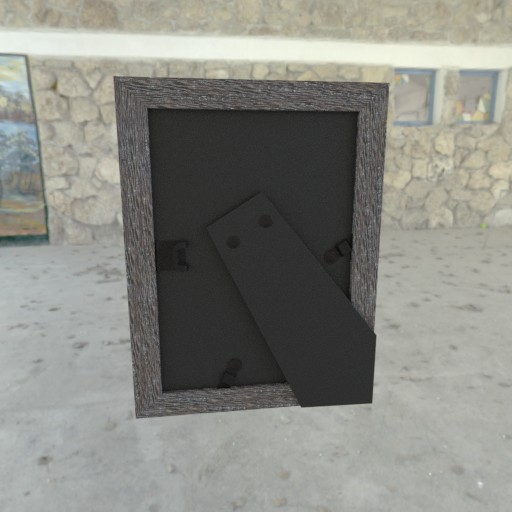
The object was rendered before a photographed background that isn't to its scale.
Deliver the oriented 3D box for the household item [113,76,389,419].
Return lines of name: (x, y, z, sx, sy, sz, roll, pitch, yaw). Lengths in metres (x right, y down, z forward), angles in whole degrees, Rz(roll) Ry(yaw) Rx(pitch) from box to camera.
household item: (0.000, 0.000, 0.283, 0.160, 0.210, 0.020, -2, 13, -8)
